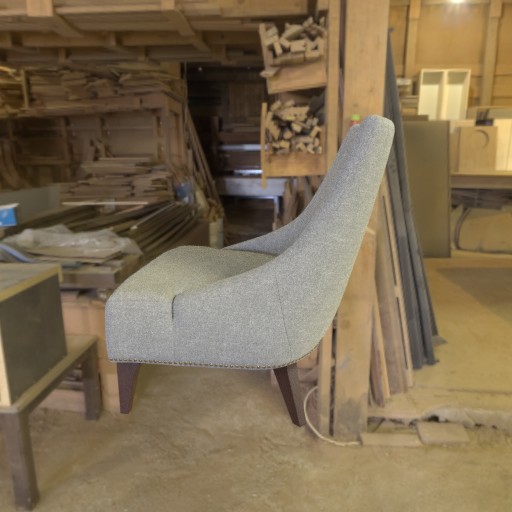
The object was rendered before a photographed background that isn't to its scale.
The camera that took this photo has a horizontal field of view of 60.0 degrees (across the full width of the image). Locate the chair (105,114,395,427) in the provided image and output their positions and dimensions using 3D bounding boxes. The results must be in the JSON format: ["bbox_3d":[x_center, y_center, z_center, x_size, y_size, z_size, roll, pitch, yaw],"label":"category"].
[{"bbox_3d":[0.000,0.000,1.558,0.861,0.909,0.701,2,14,7],"label":"chair"}]
